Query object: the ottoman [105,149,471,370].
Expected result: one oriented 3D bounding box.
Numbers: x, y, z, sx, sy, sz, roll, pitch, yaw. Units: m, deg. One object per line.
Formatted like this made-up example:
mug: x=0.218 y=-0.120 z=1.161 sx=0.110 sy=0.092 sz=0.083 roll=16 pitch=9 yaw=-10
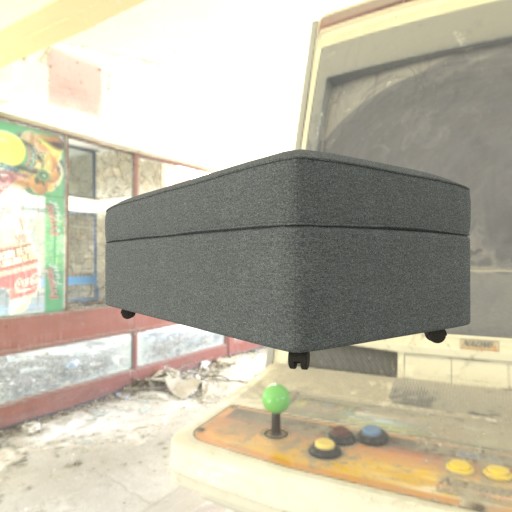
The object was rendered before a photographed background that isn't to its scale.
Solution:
ottoman: x=0.000 y=0.000 z=1.516 sx=0.681 sy=0.494 sz=1.173 roll=0 pitch=-1 yaw=-36
